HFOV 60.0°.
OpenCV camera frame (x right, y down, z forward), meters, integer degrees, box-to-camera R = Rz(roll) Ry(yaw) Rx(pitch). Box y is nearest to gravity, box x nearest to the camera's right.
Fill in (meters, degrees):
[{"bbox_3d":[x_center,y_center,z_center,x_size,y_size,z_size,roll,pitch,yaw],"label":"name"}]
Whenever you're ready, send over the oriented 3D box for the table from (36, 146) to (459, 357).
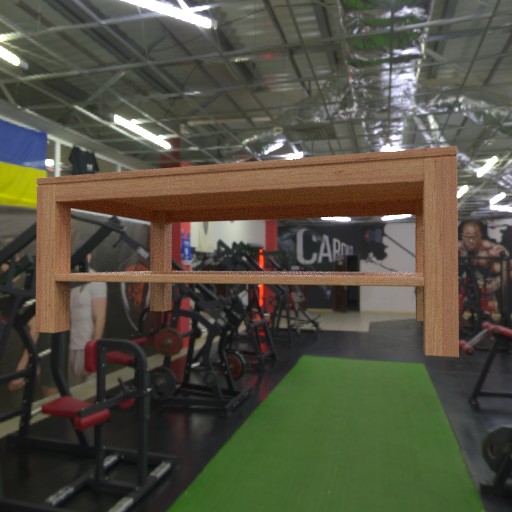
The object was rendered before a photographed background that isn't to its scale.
[{"bbox_3d":[0.000,0.000,1.464,1.146,0.457,0.695,0,-1,18],"label":"table"}]
